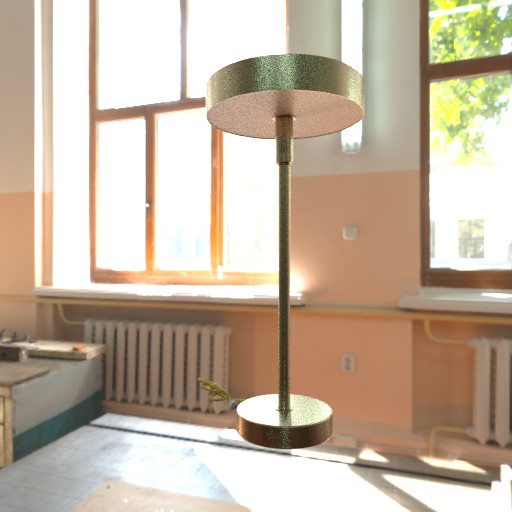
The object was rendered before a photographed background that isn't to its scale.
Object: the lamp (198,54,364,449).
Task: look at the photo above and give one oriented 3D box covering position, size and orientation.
[{"bbox_3d":[0.000,0.000,0.708,0.229,0.508,0.369,0,0,-36],"label":"lamp"}]
